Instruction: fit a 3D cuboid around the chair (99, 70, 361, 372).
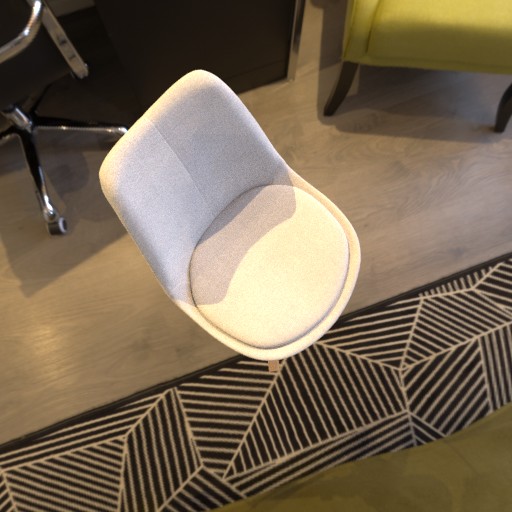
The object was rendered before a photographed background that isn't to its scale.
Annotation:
[{"bbox_3d":[0.000,0.000,1.199,0.549,0.863,0.474,38,79,8],"label":"chair"}]
